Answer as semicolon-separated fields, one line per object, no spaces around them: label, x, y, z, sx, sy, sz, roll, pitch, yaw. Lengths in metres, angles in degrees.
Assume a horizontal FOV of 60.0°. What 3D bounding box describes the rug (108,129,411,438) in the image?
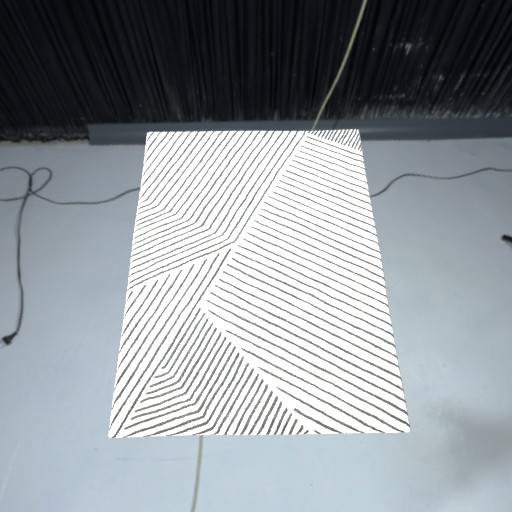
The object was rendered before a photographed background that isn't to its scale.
rug;0.000;0.000;3.247;1.829;0.028;2.449;-1;62;-1
